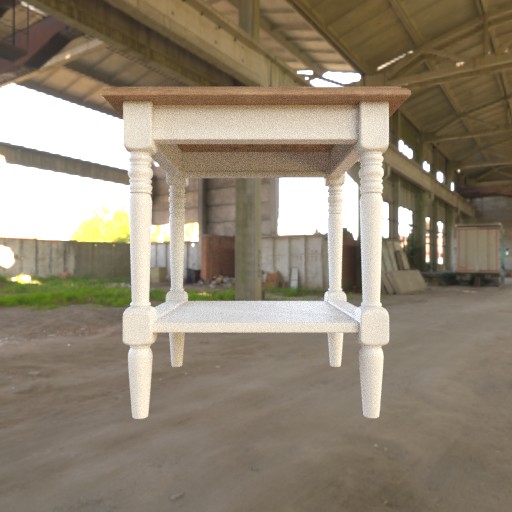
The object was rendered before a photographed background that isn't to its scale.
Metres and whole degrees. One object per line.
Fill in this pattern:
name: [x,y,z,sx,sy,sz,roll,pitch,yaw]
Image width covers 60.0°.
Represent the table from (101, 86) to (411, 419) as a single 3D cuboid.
table: [0.000,0.000,0.953,0.508,0.561,0.457,0,0,0]
